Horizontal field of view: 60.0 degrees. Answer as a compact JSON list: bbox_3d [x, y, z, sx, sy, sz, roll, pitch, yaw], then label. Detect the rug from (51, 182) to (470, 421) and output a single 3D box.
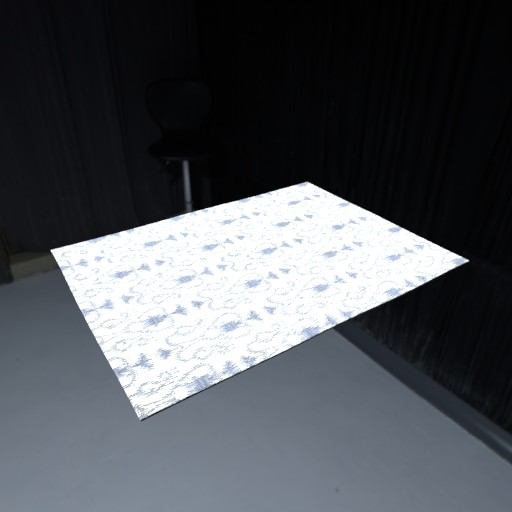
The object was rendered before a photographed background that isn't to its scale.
[{"bbox_3d":[0.000,0.000,2.955,2.261,0.013,1.676,-19,36,-28],"label":"rug"}]
